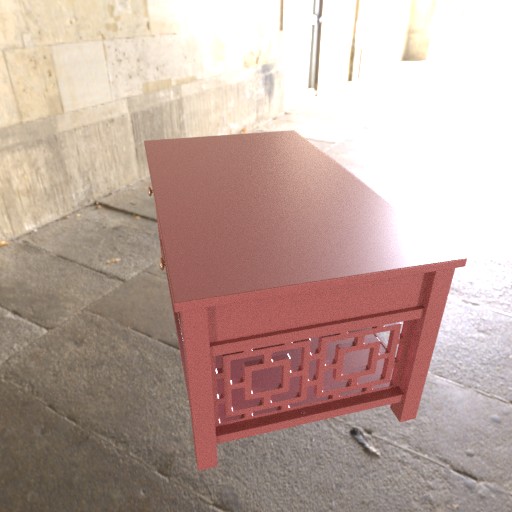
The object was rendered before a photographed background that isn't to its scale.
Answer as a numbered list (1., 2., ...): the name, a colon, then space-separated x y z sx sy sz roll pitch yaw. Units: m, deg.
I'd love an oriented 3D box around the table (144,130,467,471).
1. table: 0.000 0.000 1.411 0.612 0.493 1.068 -8 31 -13
